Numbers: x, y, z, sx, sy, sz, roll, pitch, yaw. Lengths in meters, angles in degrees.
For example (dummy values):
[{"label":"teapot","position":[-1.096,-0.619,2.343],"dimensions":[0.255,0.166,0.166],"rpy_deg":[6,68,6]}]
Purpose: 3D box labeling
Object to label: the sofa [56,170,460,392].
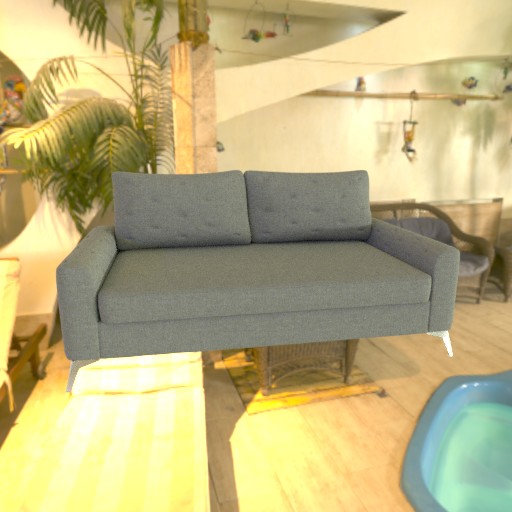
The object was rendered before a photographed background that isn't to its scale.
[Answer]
[{"label":"sofa","position":[0.000,0.000,2.150],"dimensions":[1.650,0.790,0.920],"rpy_deg":[-3,14,-10]}]
